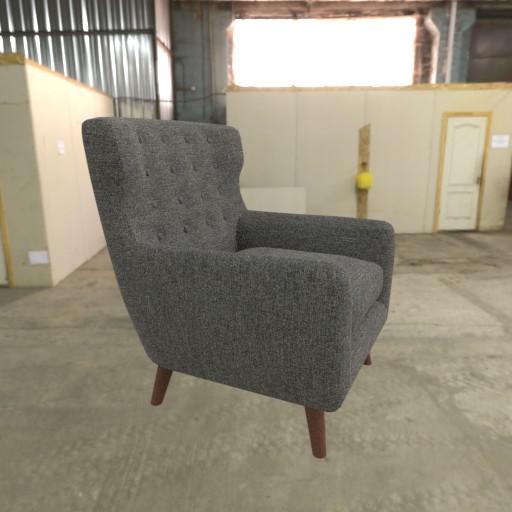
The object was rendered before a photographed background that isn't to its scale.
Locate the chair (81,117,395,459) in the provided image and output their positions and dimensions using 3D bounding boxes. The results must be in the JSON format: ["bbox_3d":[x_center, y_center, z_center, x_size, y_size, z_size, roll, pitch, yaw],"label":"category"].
[{"bbox_3d":[0.000,0.000,1.734,0.940,1.039,0.889,7,16,25],"label":"chair"}]
